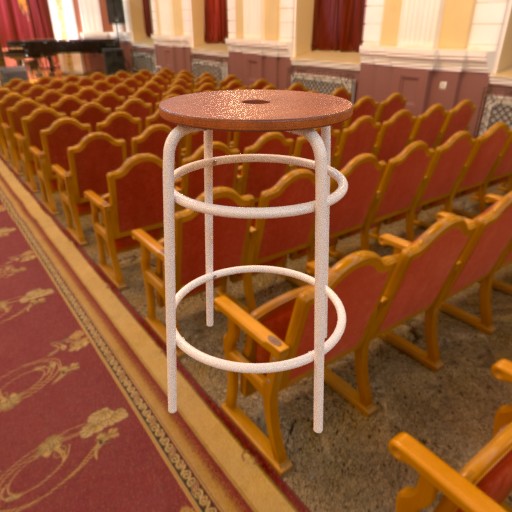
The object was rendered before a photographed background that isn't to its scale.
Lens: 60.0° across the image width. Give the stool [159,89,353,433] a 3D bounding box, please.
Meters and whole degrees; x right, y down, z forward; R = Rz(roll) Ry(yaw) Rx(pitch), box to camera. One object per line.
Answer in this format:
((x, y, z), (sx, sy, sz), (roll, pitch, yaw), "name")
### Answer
((0.000, 0.000, 0.918), (0.455, 0.610, 0.455), (-18, 33, -31), "stool")
